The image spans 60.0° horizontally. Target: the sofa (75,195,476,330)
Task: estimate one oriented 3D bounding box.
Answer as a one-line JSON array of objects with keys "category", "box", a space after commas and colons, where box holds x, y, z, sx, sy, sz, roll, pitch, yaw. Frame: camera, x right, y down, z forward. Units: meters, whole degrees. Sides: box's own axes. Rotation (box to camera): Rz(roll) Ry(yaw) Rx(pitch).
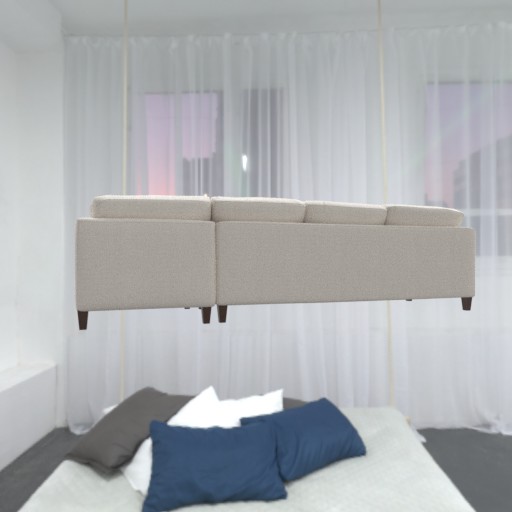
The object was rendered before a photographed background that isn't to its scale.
[{"category": "sofa", "box": [0.000, 0.000, 4.577, 3.302, 0.947, 2.593, 0, 0, -18]}]
